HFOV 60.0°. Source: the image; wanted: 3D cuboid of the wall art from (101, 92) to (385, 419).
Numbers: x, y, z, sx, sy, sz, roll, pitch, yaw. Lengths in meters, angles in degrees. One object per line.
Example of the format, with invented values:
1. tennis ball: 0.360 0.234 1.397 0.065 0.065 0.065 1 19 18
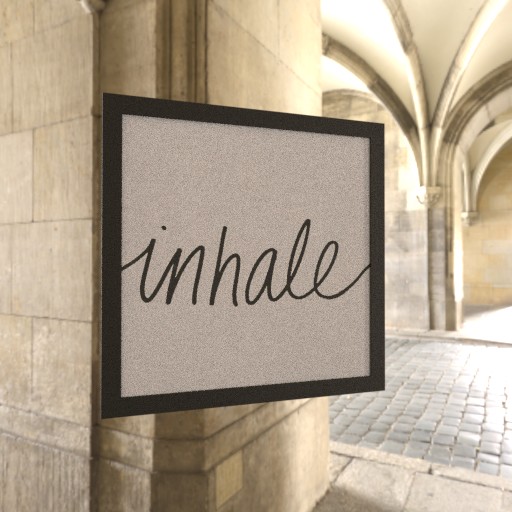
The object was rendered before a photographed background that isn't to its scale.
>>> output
1. wall art: 0.000 0.000 0.541 0.356 0.356 0.013 0 -1 -18
